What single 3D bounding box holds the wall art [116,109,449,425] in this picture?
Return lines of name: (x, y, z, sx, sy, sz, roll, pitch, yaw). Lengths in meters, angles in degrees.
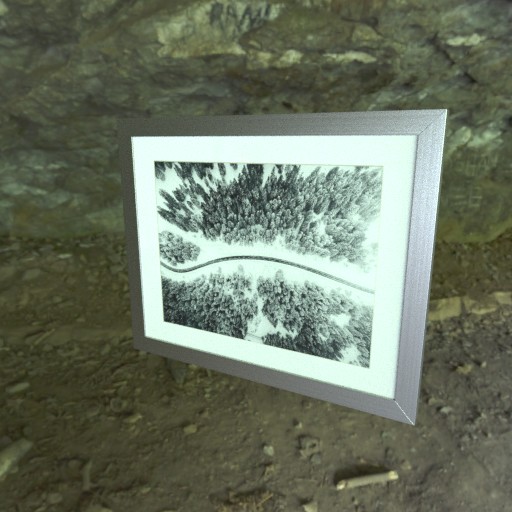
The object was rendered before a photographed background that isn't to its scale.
wall art: (0.000, 0.000, 0.752, 0.557, 0.456, 0.032, 7, 16, 27)
